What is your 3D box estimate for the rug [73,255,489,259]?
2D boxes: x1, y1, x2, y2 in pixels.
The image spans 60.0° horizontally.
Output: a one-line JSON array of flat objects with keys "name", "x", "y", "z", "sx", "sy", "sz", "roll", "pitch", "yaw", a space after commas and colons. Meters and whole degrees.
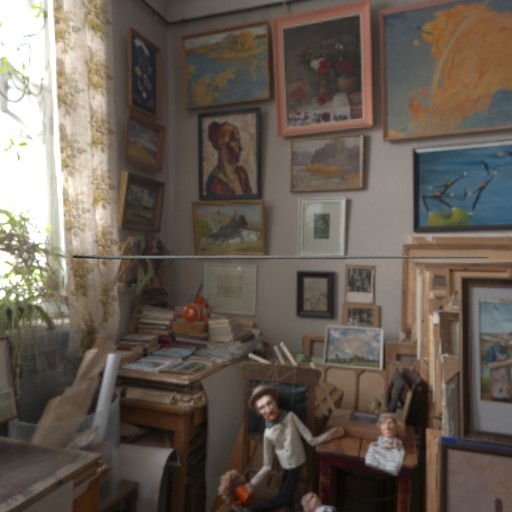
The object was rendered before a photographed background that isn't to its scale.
[{"name": "rug", "x": 0.000, "y": 0.000, "z": 3.992, "sx": 2.925, "sy": 0.026, "sz": 2.343, "roll": 0, "pitch": 0, "yaw": -18}]
